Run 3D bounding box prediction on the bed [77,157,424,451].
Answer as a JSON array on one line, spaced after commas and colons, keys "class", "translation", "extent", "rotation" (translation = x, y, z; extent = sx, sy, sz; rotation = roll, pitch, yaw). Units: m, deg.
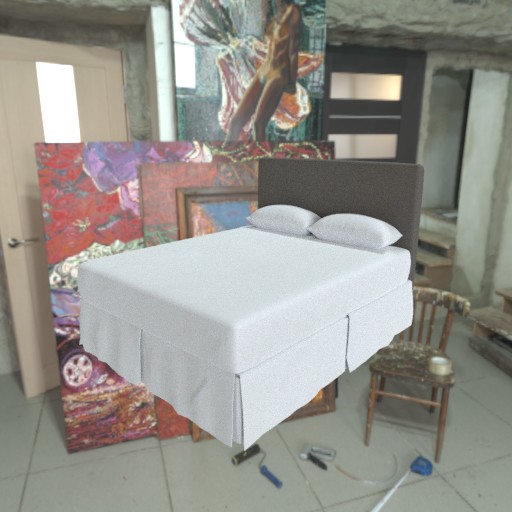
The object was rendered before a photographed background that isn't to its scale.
[{"class": "bed", "translation": [0.000, 0.000, 3.316], "extent": [1.723, 1.330, 2.142], "rotation": [14, 20, 40]}]
